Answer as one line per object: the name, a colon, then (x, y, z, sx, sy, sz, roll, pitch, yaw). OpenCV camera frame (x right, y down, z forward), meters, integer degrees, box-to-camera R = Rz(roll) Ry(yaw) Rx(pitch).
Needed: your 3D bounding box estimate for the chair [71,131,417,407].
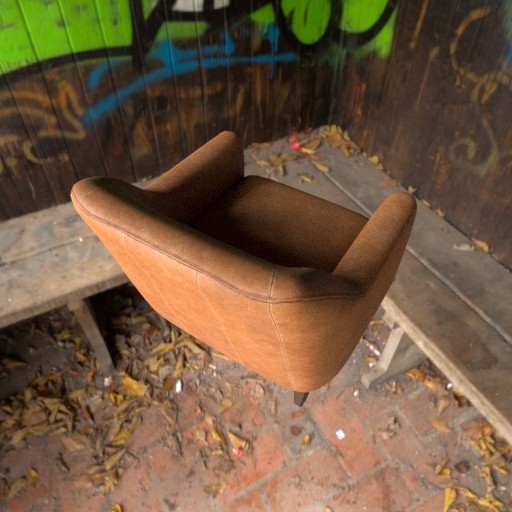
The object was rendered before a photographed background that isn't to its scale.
chair: (0.000, 0.000, 1.884, 1.037, 0.980, 1.034, 25, 51, 22)
